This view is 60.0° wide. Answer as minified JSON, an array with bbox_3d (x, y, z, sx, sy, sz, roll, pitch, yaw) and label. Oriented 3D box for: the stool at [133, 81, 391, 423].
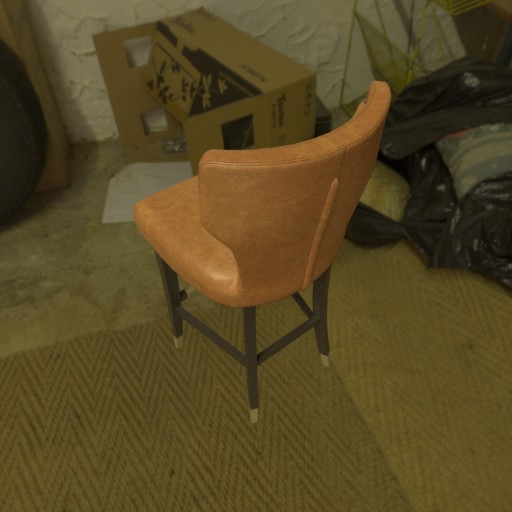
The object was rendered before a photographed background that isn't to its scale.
[{"bbox_3d":[0.000,0.000,1.378,0.526,1.092,0.563,-29,53,-25],"label":"stool"}]
